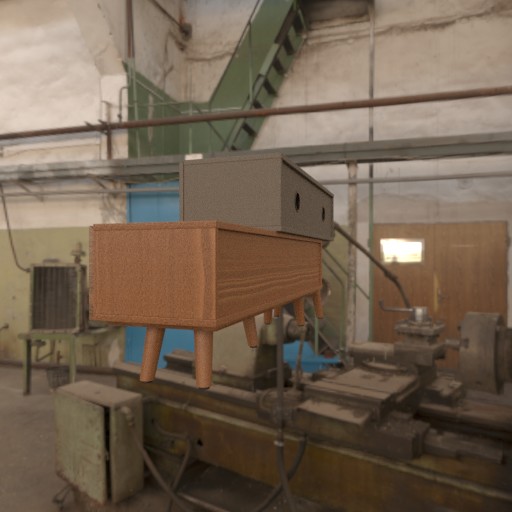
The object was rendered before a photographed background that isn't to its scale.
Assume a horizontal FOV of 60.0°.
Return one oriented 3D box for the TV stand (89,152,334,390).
[{"bbox_3d":[0.000,0.000,1.555,0.329,0.591,1.336,0,0,19],"label":"TV stand"}]
